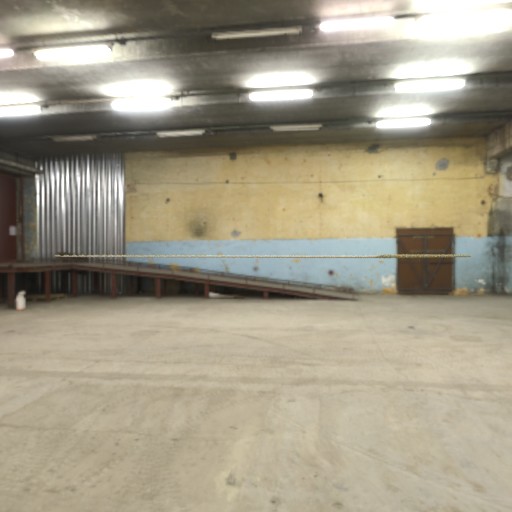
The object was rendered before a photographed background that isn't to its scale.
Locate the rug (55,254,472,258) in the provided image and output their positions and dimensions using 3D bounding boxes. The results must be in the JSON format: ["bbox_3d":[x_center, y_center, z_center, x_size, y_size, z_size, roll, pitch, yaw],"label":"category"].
[{"bbox_3d":[0.000,0.000,3.030,2.435,0.018,1.540,0,0,37],"label":"rug"}]
